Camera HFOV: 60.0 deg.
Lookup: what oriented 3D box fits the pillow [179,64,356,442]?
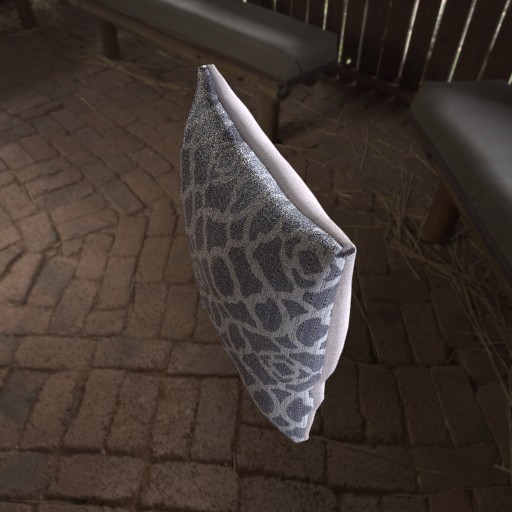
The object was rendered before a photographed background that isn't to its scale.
[{"bbox_3d":[0.000,0.000,0.794,0.215,0.498,0.508,-16,48,-15],"label":"pillow"}]
